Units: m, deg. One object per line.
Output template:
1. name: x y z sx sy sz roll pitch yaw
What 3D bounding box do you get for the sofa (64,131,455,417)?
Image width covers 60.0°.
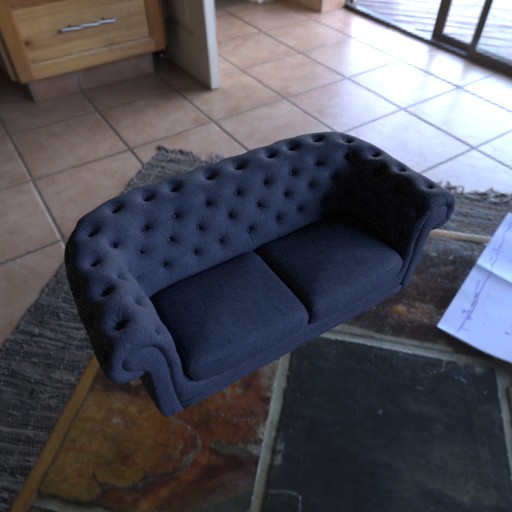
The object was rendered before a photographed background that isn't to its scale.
1. sofa: 0.000 0.000 2.578 1.988 0.833 1.082 -24 50 -22
